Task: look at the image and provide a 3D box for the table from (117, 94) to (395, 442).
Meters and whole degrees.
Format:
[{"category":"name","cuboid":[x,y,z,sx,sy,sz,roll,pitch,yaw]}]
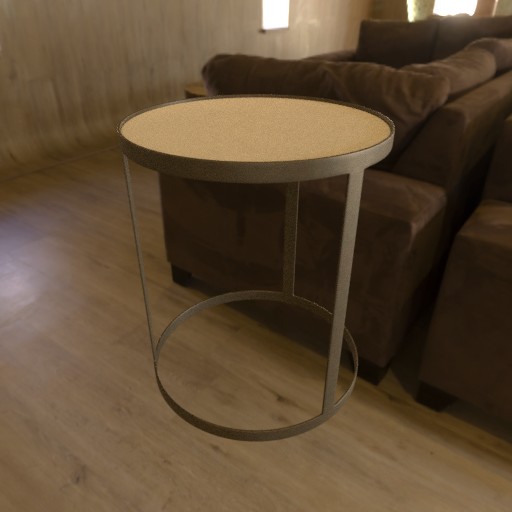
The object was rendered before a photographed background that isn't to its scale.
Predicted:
[{"category":"table","cuboid":[0.000,0.000,0.935,0.480,0.565,0.480,0,30,0]}]
